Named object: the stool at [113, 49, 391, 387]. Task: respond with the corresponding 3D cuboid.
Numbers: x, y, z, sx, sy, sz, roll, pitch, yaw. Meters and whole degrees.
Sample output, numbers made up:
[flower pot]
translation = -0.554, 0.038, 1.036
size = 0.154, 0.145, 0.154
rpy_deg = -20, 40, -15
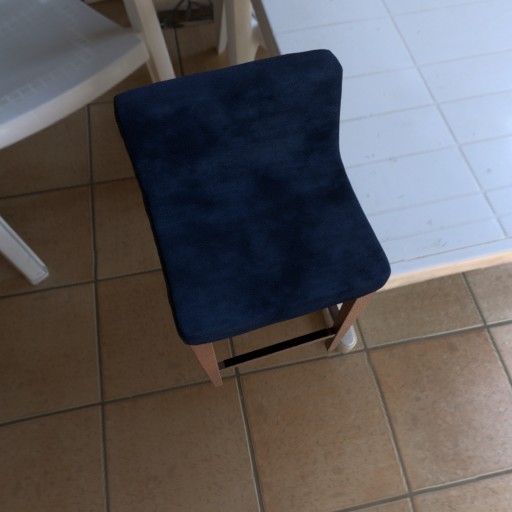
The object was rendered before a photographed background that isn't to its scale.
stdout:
[stool]
translation = 0.000, 0.000, 1.284
size = 0.511, 0.945, 0.516
rpy_deg = -16, 65, -8
